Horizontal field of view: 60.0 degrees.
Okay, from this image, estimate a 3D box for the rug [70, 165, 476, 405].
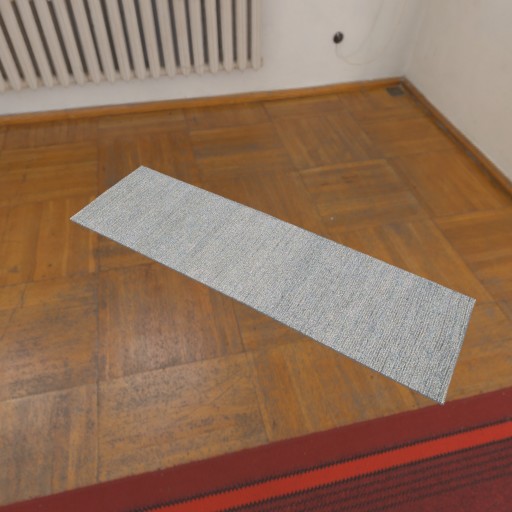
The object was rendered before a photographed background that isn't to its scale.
[{"bbox_3d":[0.000,0.000,2.559,2.341,0.037,0.675,24,51,21],"label":"rug"}]
